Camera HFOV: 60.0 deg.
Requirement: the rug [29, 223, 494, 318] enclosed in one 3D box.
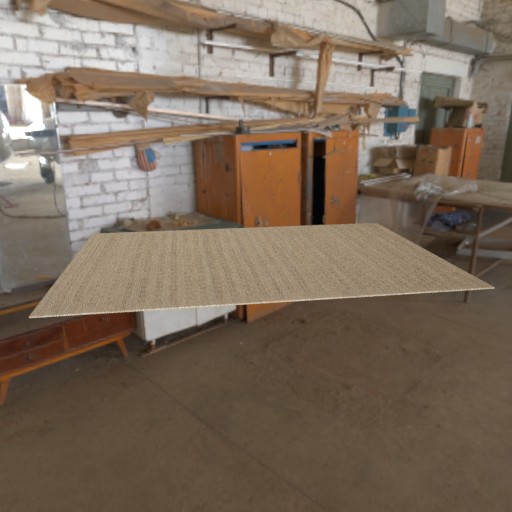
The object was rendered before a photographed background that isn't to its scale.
[{"bbox_3d":[0.000,0.000,2.182,1.752,0.006,1.142,-3,18,-9],"label":"rug"}]
